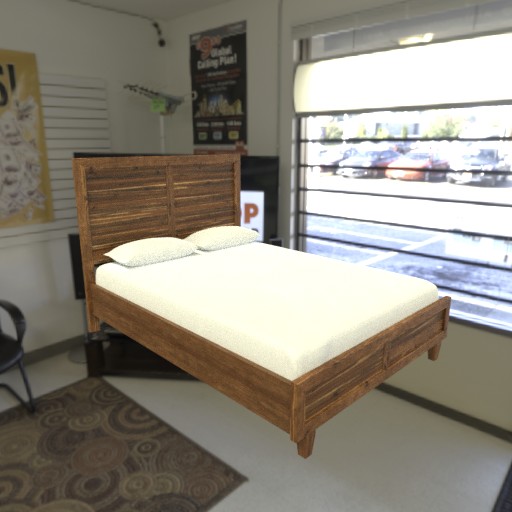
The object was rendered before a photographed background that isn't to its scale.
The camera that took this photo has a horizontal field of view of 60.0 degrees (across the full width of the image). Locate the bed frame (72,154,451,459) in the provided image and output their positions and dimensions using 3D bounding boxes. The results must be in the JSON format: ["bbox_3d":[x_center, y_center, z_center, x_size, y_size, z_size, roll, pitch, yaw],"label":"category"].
[{"bbox_3d":[0.000,0.000,3.330,1.696,1.417,2.276,-14,20,-43],"label":"bed frame"}]
